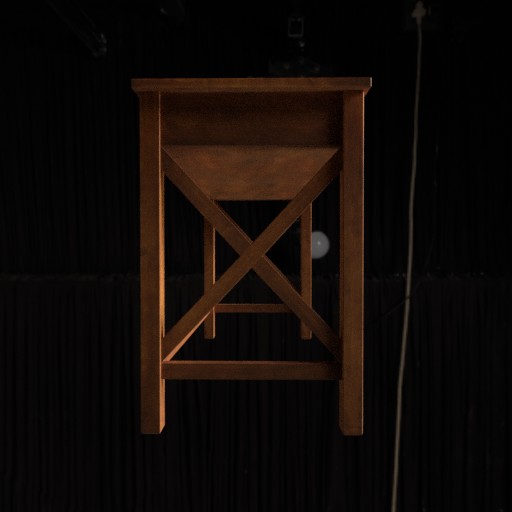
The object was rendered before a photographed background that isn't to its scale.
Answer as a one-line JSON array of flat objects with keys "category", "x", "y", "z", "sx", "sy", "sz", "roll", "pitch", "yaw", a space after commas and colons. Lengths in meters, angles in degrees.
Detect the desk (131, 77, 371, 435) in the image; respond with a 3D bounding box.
[{"category": "desk", "x": 0.000, "y": 0.000, "z": 1.494, "sx": 0.508, "sy": 0.762, "sz": 1.117, "roll": 0, "pitch": 1, "yaw": 1}]
